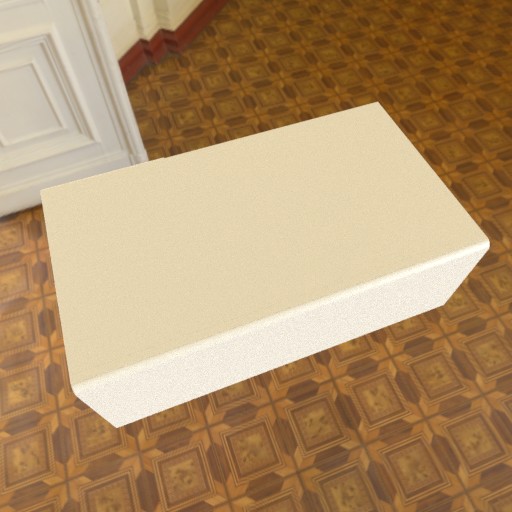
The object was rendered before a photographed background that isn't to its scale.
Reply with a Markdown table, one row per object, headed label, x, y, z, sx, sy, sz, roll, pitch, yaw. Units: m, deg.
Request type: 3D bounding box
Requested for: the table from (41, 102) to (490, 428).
| label | x | y | z | sx | sy | sz | roll | pitch | yaw |
| --- | --- | --- | --- | --- | --- | --- | --- | --- | --- |
| table | 0.000 | 0.000 | 1.412 | 1.097 | 0.442 | 0.639 | -18 | 59 | -11 |
